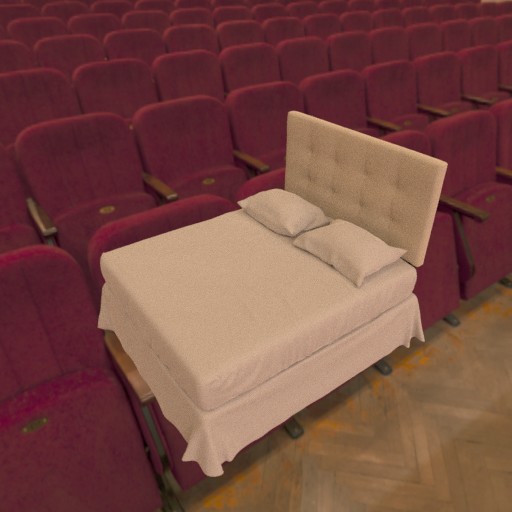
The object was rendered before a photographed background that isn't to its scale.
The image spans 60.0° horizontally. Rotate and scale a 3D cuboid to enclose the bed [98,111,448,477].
[{"bbox_3d":[0.000,0.000,3.460,2.222,1.577,1.936,-22,39,-29],"label":"bed"}]
